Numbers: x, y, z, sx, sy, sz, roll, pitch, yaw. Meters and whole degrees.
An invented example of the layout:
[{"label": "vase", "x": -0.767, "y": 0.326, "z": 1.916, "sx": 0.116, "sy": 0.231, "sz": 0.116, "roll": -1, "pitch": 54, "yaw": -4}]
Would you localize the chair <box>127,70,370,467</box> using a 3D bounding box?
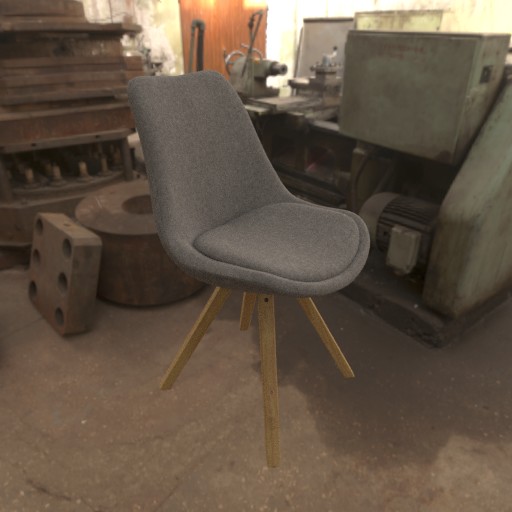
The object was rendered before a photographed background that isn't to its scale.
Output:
[{"label": "chair", "x": 0.000, "y": 0.000, "z": 1.162, "sx": 0.550, "sy": 0.865, "sz": 0.483, "roll": 19, "pitch": 33, "yaw": 33}]
